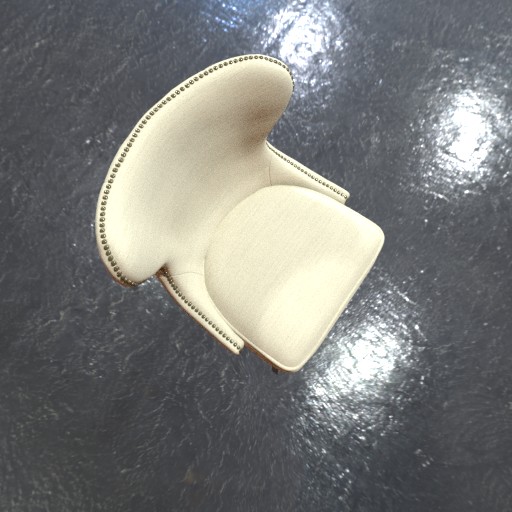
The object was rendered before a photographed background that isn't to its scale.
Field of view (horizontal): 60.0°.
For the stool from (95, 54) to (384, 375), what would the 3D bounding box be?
[{"bbox_3d":[0.000,0.000,1.345,0.597,0.972,0.615,34,77,9],"label":"stool"}]
